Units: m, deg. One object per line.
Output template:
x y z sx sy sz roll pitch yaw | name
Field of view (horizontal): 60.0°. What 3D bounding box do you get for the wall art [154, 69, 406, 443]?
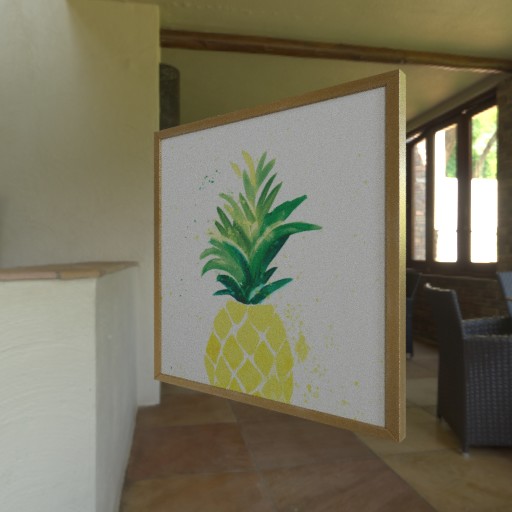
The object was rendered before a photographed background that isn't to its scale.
0.000 0.000 1.146 0.762 0.760 0.037 0 0 37 | wall art
